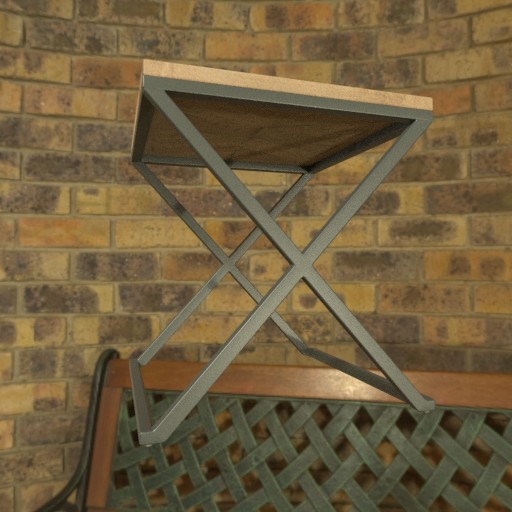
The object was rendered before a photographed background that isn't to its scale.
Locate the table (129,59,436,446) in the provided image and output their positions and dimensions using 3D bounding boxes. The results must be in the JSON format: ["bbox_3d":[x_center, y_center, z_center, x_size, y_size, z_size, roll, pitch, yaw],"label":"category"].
[{"bbox_3d":[0.000,0.000,0.934,0.498,0.550,0.499,0,-1,-18],"label":"table"}]
